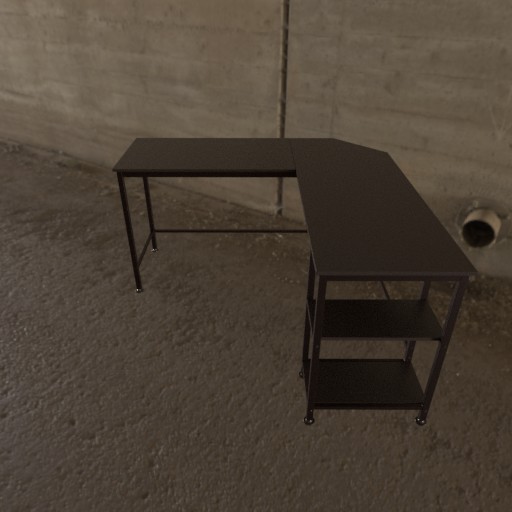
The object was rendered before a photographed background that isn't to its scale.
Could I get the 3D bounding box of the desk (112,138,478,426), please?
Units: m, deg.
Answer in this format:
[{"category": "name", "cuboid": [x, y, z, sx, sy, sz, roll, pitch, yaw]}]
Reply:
[{"category": "desk", "cuboid": [0.000, 0.000, 2.150, 1.379, 0.739, 1.379, 0, 32, 0]}]
